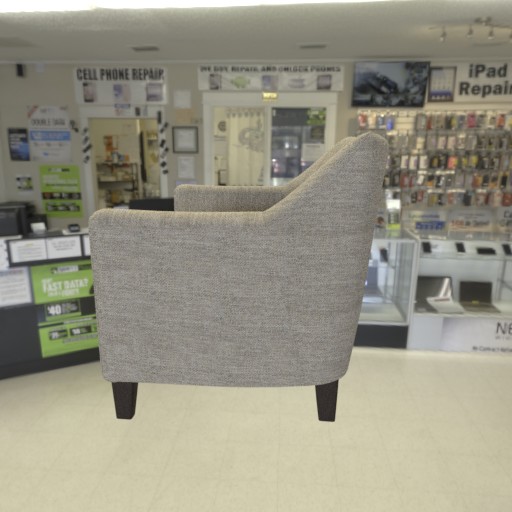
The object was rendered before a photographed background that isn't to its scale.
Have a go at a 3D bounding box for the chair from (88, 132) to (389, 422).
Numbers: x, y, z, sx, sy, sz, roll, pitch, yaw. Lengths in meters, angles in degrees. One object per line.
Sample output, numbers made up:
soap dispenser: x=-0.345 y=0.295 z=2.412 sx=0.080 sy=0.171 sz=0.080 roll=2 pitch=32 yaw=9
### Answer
chair: x=0.000 y=0.000 z=1.444 sx=0.758 sy=0.761 sz=0.796 roll=2 pitch=14 yaw=7
